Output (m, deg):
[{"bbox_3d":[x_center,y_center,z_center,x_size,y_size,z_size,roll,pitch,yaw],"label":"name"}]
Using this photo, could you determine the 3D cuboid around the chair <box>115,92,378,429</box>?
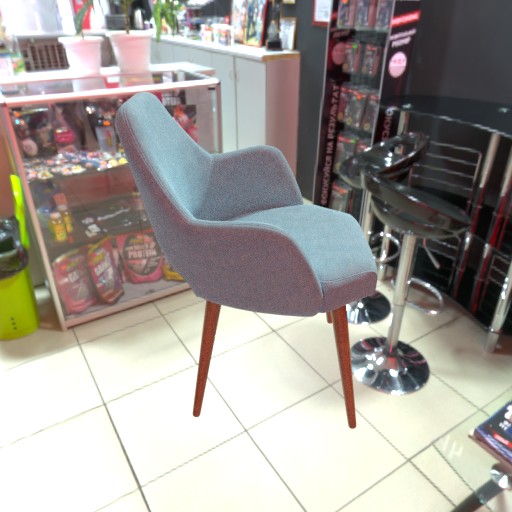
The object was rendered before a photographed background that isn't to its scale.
[{"bbox_3d":[0.000,0.000,1.228,0.610,0.840,0.590,0,31,0],"label":"chair"}]
